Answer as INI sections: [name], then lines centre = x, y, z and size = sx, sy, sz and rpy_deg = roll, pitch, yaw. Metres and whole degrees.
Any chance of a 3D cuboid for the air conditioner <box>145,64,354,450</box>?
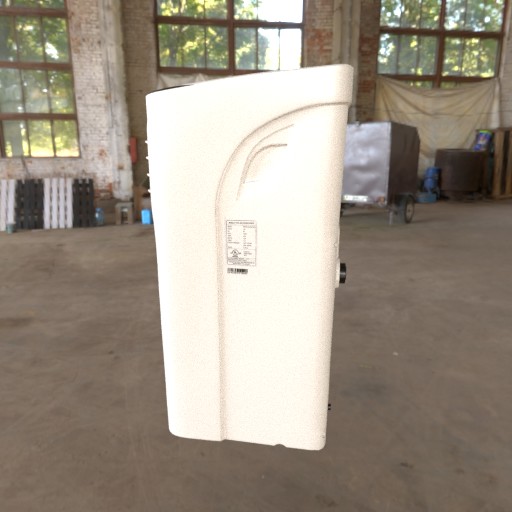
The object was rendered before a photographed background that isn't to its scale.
[air conditioner]
centre = 0.000, 0.000, 0.941
size = 0.369, 0.716, 0.352
rpy_deg = 2, 14, 9
